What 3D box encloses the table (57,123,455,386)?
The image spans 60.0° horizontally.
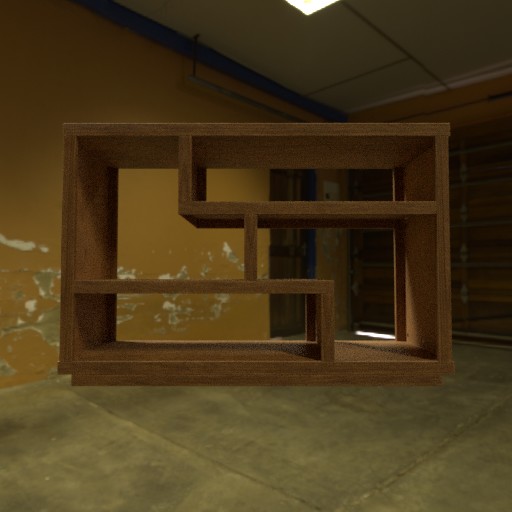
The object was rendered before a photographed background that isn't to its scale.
[{"bbox_3d":[0.000,0.000,1.502,1.151,0.771,0.410,0,-2,0],"label":"table"}]
